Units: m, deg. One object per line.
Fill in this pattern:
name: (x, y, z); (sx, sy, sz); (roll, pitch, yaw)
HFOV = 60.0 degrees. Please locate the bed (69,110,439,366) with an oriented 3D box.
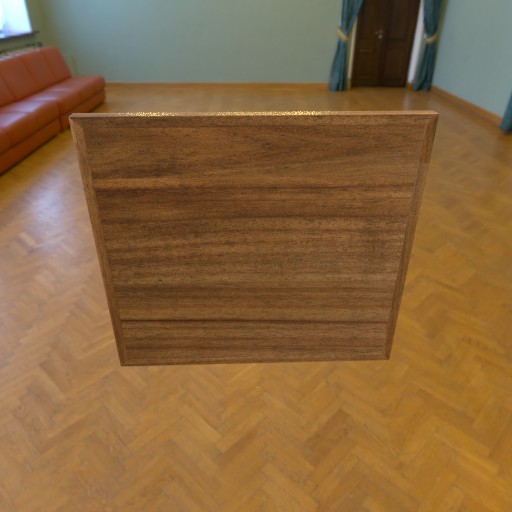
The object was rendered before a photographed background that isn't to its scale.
bed: (0.000, 0.000, 1.499); (1.041, 0.940, 0.043); (-1, 30, -2)
